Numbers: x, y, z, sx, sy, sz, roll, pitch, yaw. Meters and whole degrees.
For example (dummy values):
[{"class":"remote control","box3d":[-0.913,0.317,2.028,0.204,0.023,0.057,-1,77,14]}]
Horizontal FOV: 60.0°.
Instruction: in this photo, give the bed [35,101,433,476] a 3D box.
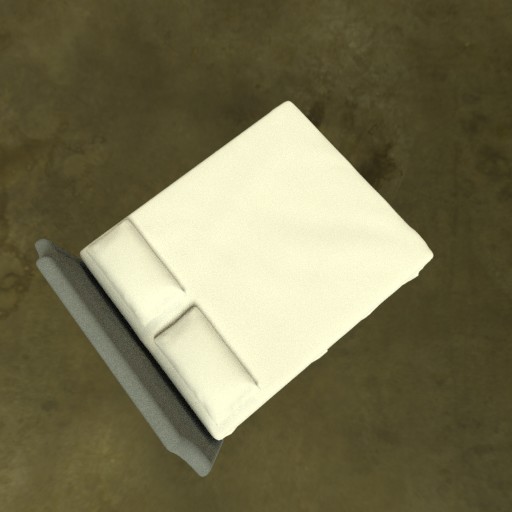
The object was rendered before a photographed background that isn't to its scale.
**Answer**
[{"class":"bed","box3d":[0.000,0.000,3.249,2.259,1.296,1.811,-38,79,-9]}]
